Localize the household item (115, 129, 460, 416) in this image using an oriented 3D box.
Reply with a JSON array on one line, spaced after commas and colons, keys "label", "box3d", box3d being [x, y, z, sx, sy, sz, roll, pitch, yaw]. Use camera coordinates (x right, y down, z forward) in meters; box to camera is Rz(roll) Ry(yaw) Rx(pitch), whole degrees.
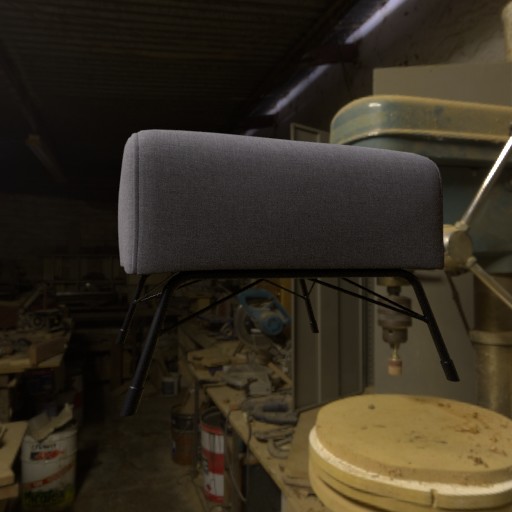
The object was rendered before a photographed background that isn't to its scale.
[{"label": "household item", "box3d": [0.000, 0.000, 0.889, 0.530, 0.410, 0.530, 0, -1, -18]}]
